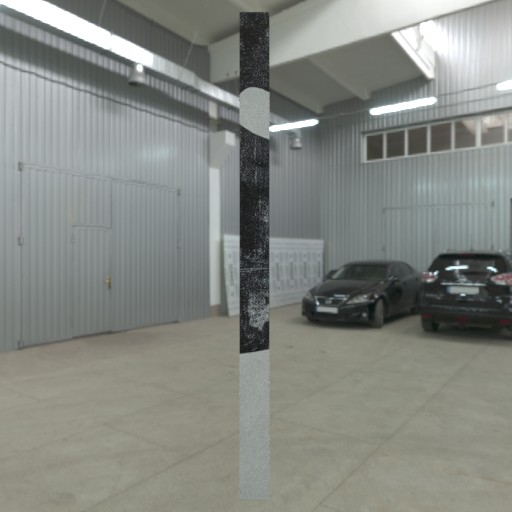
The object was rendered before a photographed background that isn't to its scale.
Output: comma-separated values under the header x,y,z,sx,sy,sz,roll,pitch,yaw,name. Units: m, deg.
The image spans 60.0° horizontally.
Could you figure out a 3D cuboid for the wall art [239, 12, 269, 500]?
x,y,z,sx,sy,sz,roll,pitch,yaw,name
0.000,0.000,0.756,0.039,0.610,0.407,0,0,1,wall art
